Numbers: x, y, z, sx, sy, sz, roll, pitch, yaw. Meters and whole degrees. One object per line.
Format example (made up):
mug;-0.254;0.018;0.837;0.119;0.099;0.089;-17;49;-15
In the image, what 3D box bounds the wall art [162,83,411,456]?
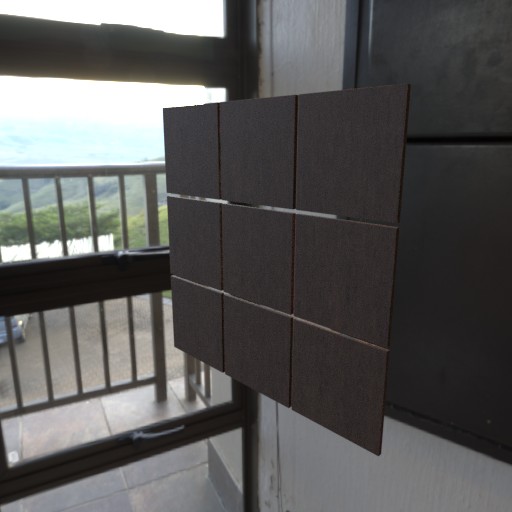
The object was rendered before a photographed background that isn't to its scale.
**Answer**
wall art;0.000;0.000;1.361;0.915;0.914;0.013;14;20;43
